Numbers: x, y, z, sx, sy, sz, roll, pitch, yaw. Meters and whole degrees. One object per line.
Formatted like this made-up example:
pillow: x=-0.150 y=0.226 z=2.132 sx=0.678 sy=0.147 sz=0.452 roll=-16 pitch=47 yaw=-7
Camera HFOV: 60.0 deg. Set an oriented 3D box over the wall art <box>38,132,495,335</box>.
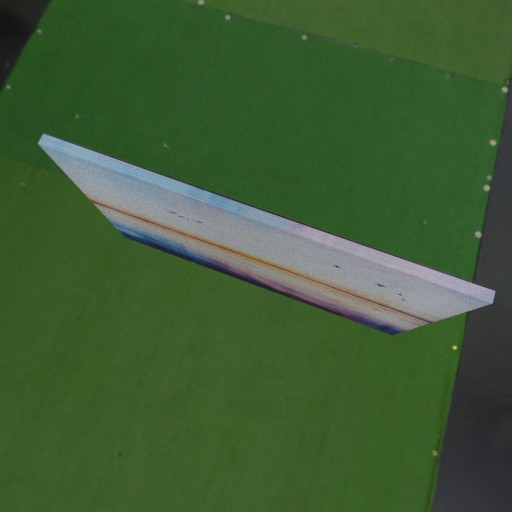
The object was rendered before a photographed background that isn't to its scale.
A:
wall art: x=0.000 y=0.000 z=1.408 sx=1.137 sy=0.756 sz=0.034 roll=20 pitch=75 yaw=5
